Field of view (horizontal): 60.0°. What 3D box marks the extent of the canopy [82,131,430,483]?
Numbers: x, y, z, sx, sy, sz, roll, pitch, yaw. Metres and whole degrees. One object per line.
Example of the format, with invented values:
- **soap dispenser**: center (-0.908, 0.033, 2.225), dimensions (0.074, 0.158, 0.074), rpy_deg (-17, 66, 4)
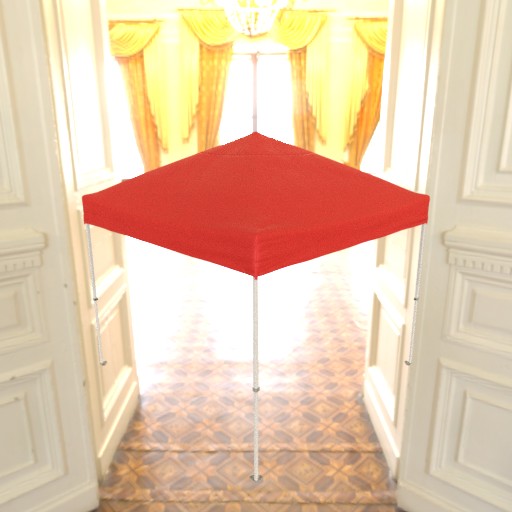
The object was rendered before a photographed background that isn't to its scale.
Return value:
- **canopy**: center (0.000, 0.000, 5.538), dimensions (2.996, 2.997, 2.998), rpy_deg (15, 22, 43)
